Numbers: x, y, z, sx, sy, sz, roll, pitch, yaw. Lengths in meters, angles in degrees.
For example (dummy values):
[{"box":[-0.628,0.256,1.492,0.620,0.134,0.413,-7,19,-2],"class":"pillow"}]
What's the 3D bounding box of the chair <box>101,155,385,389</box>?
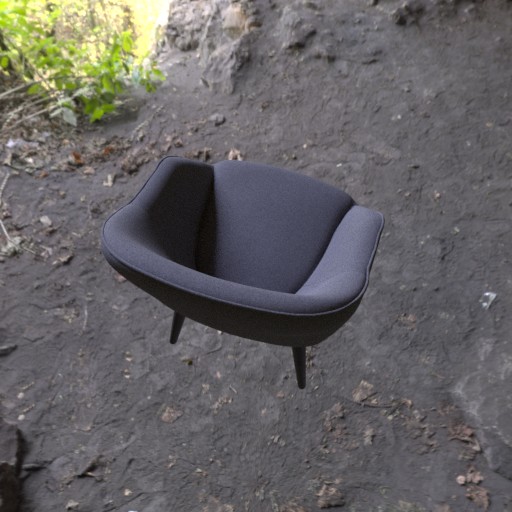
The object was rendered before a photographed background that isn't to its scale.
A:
[{"box":[0.000,0.000,1.224,0.589,0.810,0.611,17,64,9],"class":"chair"}]
